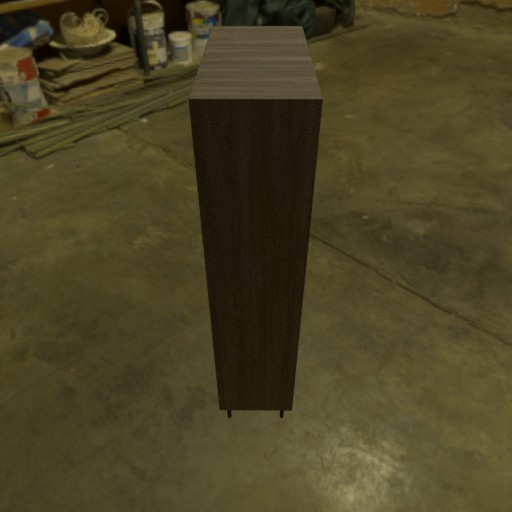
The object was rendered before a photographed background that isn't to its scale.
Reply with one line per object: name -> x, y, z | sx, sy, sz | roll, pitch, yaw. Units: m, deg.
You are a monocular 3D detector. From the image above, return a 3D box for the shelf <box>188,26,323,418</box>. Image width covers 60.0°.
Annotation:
shelf -> 0.000, 0.000, 1.800 | 0.323, 1.545, 0.670 | 0, 41, 0
